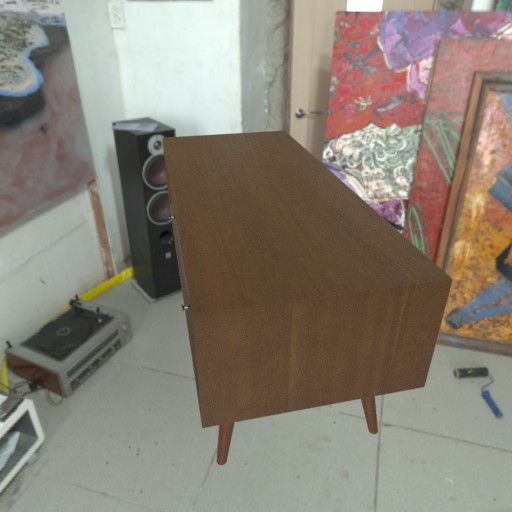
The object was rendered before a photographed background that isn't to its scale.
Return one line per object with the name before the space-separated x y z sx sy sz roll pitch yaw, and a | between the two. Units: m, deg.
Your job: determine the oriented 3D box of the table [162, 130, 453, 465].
table | 0.000 0.000 1.359 0.490 0.464 1.119 -6 30 -11
